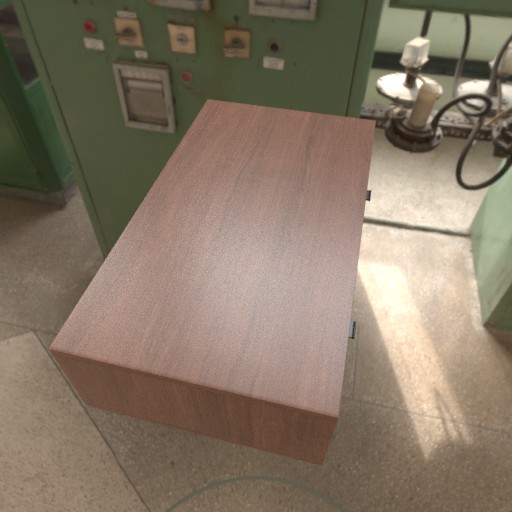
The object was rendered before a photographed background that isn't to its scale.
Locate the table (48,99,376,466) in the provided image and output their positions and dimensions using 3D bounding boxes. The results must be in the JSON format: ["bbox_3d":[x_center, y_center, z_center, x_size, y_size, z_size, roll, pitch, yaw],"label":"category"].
[{"bbox_3d":[0.000,0.000,1.308,0.600,0.380,1.020,10,49,9],"label":"table"}]
